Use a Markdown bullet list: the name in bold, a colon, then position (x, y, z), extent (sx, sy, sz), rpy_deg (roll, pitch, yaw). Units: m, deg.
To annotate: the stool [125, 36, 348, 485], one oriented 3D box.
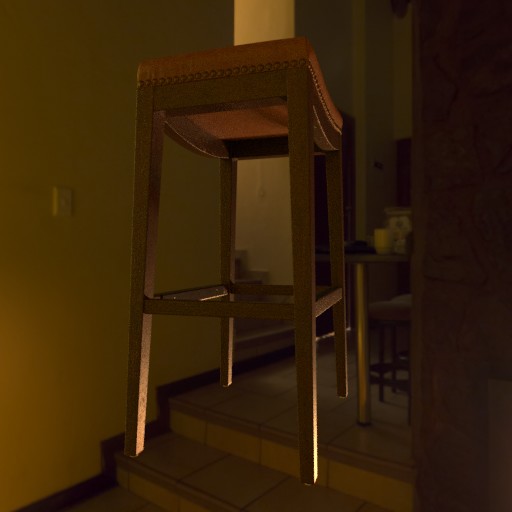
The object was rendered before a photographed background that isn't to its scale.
- **stool**: position (0.000, 0.000, 1.017), extent (0.361, 0.759, 0.500), rpy_deg (0, 0, 18)
